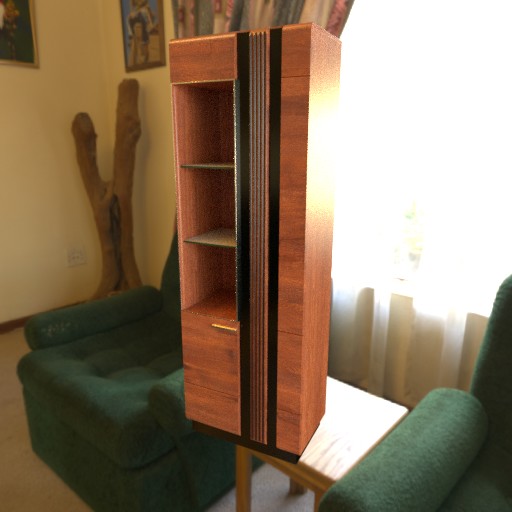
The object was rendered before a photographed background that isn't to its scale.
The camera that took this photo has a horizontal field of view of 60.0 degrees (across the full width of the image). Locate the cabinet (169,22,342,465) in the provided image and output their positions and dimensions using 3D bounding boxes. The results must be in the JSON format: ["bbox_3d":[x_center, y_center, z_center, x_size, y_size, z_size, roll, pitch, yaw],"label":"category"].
[{"bbox_3d":[0.000,0.000,2.213,0.660,1.980,0.420,7,16,26],"label":"cabinet"}]
